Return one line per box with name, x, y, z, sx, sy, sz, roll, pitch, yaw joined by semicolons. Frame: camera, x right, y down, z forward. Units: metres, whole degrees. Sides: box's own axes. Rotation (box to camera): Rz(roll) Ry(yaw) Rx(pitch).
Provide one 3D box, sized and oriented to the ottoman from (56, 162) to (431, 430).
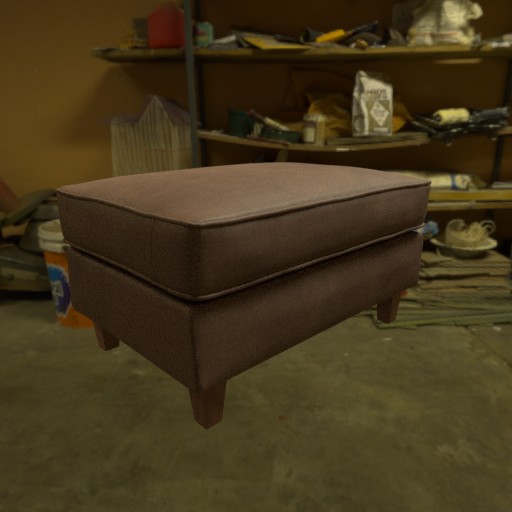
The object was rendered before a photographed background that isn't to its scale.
ottoman;0.000;0.000;1.228;0.860;0.481;0.596;-16;23;-42
